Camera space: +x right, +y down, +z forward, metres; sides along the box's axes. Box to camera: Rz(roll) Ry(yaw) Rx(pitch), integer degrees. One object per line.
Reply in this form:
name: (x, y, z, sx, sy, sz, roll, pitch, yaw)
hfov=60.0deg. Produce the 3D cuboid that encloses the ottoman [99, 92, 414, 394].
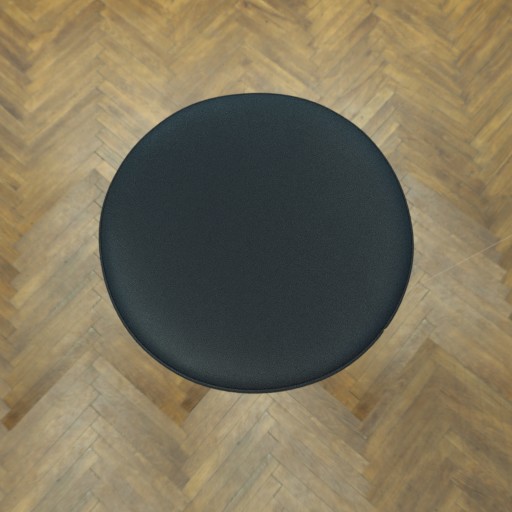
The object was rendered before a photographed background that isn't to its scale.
ottoman: (0.000, 0.000, 0.861, 0.501, 0.409, 0.501, 0, 75, 0)
